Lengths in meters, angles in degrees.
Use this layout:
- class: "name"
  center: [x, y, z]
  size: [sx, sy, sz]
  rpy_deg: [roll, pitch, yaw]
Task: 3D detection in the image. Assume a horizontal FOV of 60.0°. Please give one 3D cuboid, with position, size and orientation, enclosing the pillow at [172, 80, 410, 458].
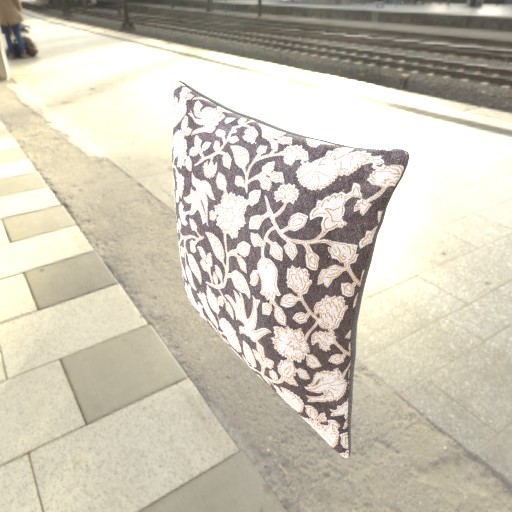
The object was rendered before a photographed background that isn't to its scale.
- class: "pillow"
  center: [0.000, 0.000, 0.769]
  size: [0.166, 0.507, 0.526]
  rpy_deg: [-21, 37, -30]
